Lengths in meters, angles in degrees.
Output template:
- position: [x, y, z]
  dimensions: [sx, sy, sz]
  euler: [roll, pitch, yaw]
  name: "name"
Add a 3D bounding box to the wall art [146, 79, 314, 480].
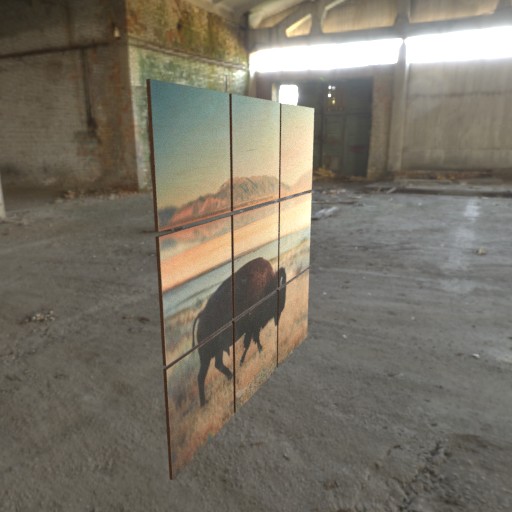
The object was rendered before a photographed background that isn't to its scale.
- position: [0.000, 0.000, 1.811]
  dimensions: [0.019, 1.218, 1.221]
  euler: [7, 16, 26]
  name: "wall art"
